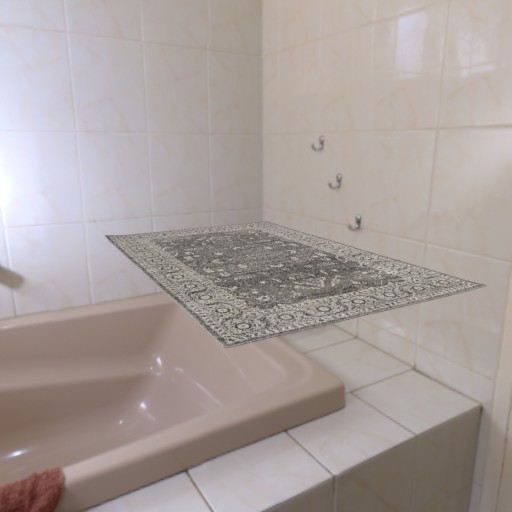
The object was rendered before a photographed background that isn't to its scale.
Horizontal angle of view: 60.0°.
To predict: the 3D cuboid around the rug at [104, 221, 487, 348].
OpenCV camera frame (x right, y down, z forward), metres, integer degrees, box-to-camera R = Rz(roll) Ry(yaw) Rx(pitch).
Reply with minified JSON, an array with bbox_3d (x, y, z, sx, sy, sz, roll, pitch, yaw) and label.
[{"bbox_3d":[0.000,0.000,2.341,1.209,0.019,1.828,-8,16,-28],"label":"rug"}]
